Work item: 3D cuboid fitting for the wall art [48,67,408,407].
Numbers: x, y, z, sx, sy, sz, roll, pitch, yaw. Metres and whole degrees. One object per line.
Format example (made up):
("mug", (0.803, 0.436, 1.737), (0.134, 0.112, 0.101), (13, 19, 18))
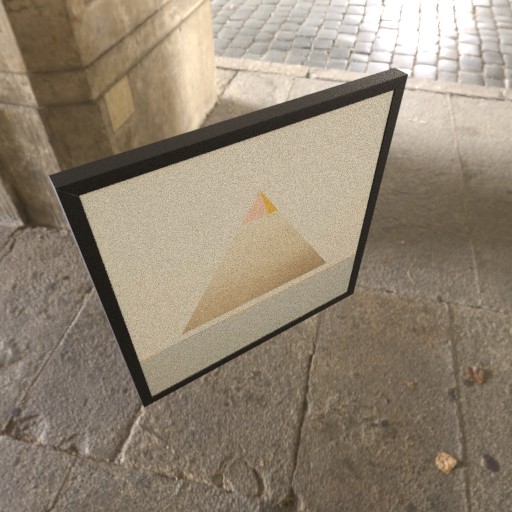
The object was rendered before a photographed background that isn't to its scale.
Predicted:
("wall art", (0.000, 0.000, 1.123), (0.769, 0.766, 0.042), (-24, 51, -22))
